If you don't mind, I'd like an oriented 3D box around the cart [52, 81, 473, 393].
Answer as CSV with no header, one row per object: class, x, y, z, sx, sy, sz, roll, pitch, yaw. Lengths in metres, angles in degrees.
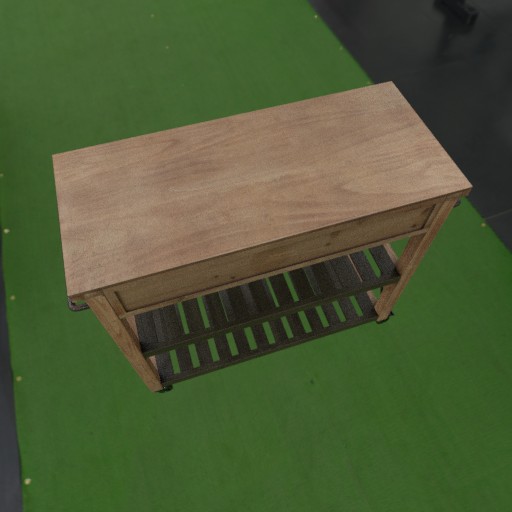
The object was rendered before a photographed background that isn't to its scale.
cart,0.000,0.000,0.977,0.686,0.554,0.298,-15,59,-10
